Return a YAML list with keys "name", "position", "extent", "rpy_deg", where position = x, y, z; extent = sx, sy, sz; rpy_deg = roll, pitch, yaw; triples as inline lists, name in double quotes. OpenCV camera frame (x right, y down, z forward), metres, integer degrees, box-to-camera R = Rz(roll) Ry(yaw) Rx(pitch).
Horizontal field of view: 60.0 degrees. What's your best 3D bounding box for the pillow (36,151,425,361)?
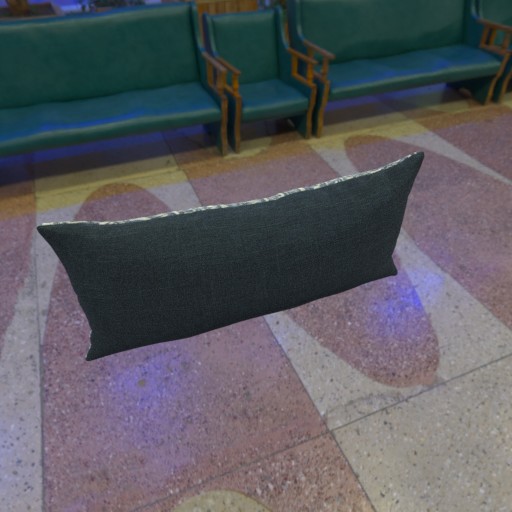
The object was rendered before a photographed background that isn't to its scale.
- name: "pillow"
  position: [0.000, 0.000, 0.757]
  extent: [0.631, 0.292, 0.148]
  rpy_deg: [-14, 43, -15]
